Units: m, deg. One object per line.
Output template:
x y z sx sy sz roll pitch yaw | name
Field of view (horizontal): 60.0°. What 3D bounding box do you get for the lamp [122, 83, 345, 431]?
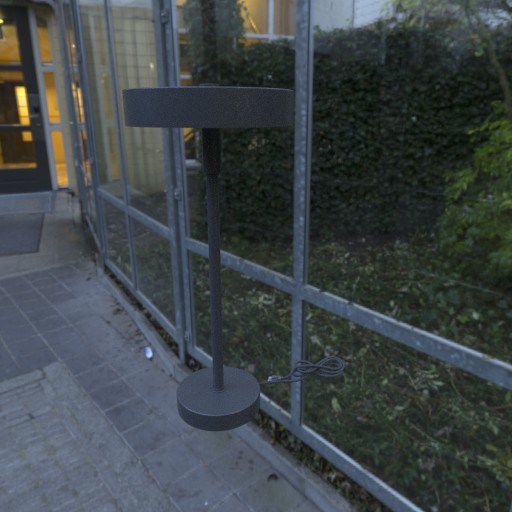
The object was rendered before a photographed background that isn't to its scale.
0.000 0.000 0.707 0.369 0.508 0.229 -9 20 -25 | lamp
